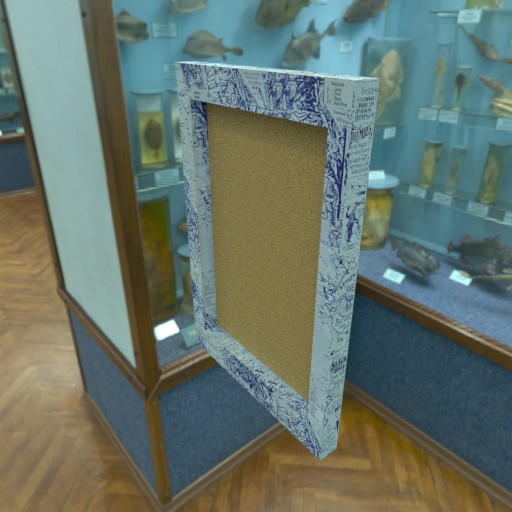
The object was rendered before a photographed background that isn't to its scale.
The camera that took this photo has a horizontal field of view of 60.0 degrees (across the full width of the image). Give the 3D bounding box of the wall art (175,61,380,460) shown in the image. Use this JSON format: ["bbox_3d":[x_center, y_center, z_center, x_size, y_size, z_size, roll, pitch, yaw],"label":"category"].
[{"bbox_3d":[0.000,0.000,0.481,0.025,0.376,0.255,-19,33,-33],"label":"wall art"}]
